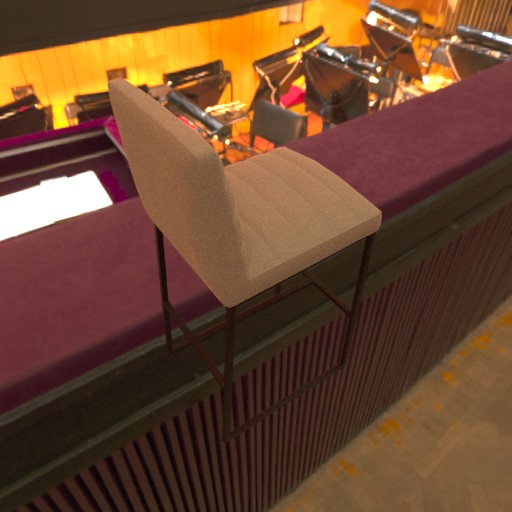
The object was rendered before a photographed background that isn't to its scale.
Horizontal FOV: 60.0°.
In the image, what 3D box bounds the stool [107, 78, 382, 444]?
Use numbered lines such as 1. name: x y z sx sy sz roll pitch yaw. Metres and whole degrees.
1. stool: 0.000 0.000 1.361 0.573 1.061 0.464 -24 47 -25
